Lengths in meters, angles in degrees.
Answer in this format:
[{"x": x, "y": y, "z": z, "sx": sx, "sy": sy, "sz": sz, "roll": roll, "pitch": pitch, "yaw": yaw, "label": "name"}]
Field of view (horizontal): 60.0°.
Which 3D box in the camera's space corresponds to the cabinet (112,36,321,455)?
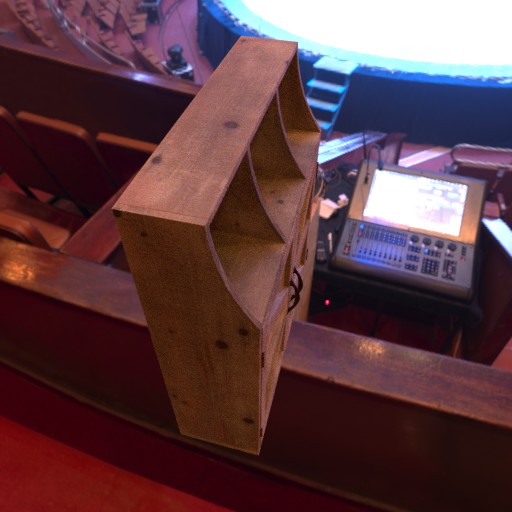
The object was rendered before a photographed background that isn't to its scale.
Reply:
[{"x": 0.000, "y": 0.000, "z": 0.823, "sx": 0.184, "sy": 0.590, "sz": 0.489, "roll": 11, "pitch": 47, "yaw": 10, "label": "cabinet"}]
